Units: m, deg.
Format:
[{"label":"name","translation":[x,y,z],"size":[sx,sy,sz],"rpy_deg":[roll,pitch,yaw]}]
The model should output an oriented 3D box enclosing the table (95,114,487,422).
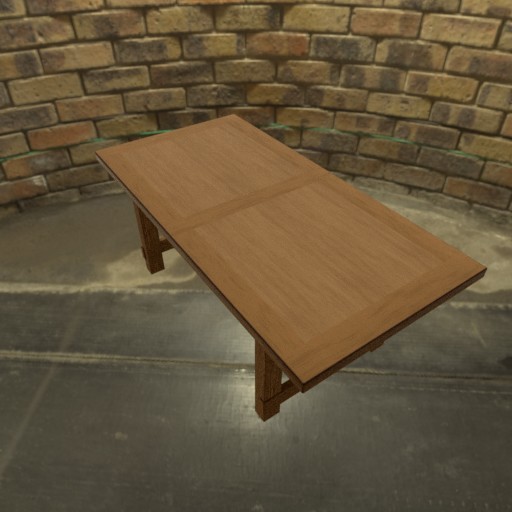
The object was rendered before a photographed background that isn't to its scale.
[{"label":"table","translation":[0.000,0.000,2.511],"size":[1.000,0.762,1.982],"rpy_deg":[-24,46,-26]}]
